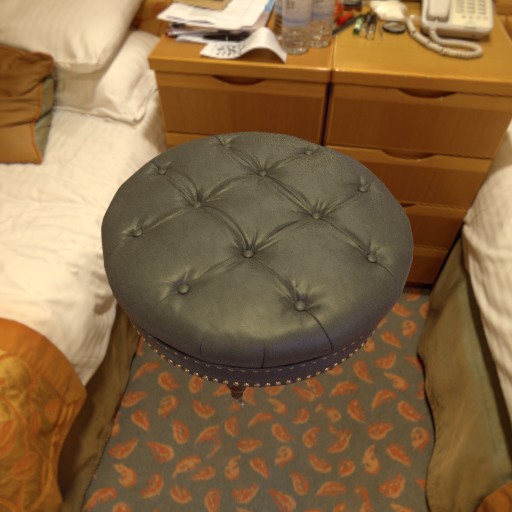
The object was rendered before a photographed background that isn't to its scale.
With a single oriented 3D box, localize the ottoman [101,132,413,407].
[{"bbox_3d":[0.000,0.000,1.401,0.901,0.439,0.901,0,47,0],"label":"ottoman"}]
